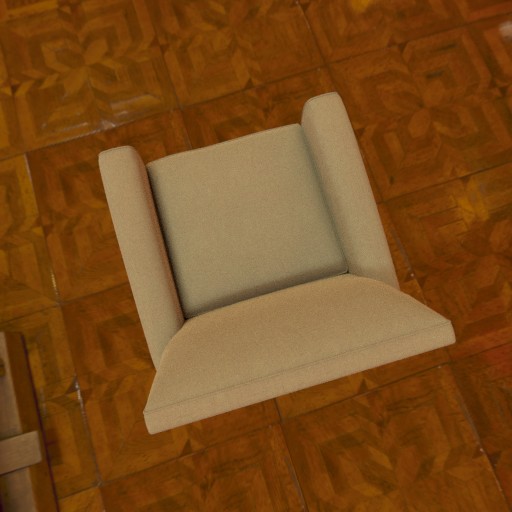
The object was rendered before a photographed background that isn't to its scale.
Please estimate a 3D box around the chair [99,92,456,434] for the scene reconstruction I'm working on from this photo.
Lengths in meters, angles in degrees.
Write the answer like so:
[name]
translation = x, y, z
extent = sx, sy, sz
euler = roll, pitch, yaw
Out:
[chair]
translation = 0.000, 0.000, 1.540
extent = 0.840, 0.846, 0.871
euler = -16, 77, -4
